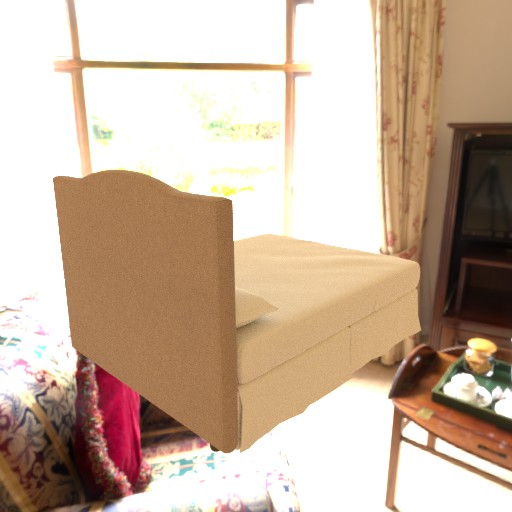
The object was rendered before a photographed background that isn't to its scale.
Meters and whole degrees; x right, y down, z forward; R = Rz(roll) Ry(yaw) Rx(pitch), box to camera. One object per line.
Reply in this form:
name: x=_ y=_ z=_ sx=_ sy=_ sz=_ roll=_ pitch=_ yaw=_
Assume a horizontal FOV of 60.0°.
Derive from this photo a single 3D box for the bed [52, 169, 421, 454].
bed: x=0.000 y=0.000 z=3.435 sx=1.821 sy=1.436 sz=2.282 roll=14 pitch=21 yaw=41
